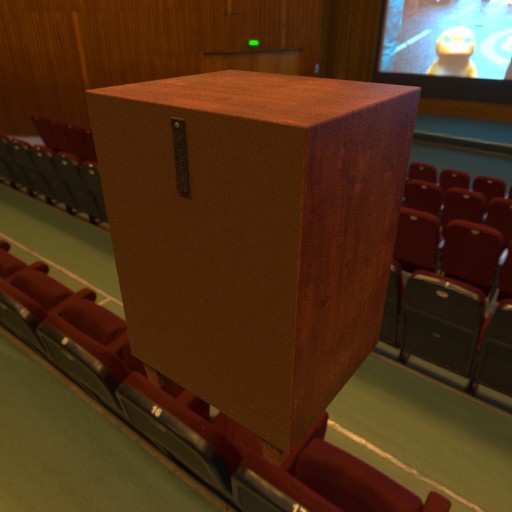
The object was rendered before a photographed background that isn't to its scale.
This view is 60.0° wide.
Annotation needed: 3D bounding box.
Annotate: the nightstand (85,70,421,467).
[{"bbox_3d":[0.000,0.000,0.975,0.465,0.695,0.410,20,35,32],"label":"nightstand"}]
